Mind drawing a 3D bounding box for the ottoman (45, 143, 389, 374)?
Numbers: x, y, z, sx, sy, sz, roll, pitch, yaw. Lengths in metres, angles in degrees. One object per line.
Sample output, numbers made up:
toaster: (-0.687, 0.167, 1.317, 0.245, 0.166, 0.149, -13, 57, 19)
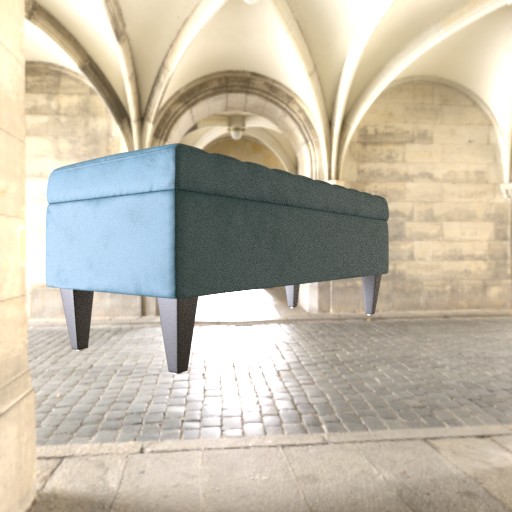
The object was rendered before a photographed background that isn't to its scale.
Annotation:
ottoman: (0.000, 0.000, 1.428, 0.482, 0.469, 1.151, 1, 1, 36)
